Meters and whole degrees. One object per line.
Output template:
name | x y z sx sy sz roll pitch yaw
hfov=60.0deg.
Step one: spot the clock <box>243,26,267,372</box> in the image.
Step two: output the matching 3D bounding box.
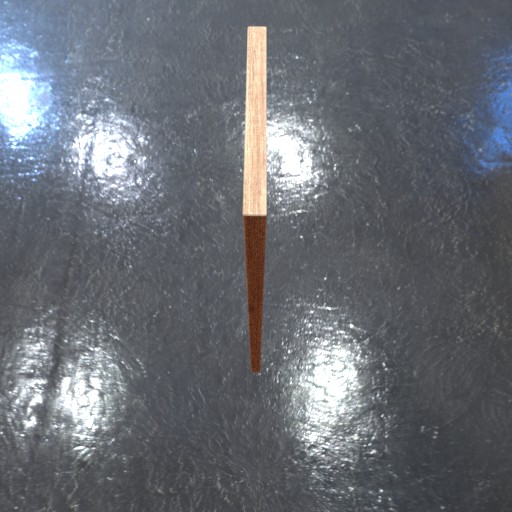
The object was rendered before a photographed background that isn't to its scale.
clock | 0.000 0.000 1.076 0.030 0.965 0.361 0 64 0
